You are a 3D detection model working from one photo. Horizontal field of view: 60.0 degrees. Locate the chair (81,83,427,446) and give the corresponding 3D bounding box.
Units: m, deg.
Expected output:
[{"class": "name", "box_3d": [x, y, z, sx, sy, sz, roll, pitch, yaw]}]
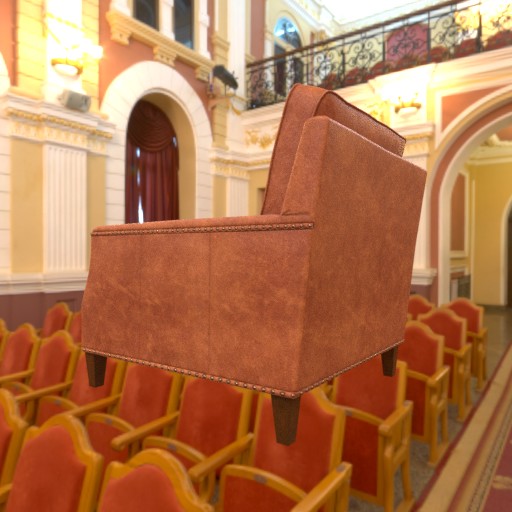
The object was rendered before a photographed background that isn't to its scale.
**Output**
[{"class": "chair", "box_3d": [0.000, 0.000, 1.657, 1.014, 0.943, 0.853, 0, 1, 36]}]
